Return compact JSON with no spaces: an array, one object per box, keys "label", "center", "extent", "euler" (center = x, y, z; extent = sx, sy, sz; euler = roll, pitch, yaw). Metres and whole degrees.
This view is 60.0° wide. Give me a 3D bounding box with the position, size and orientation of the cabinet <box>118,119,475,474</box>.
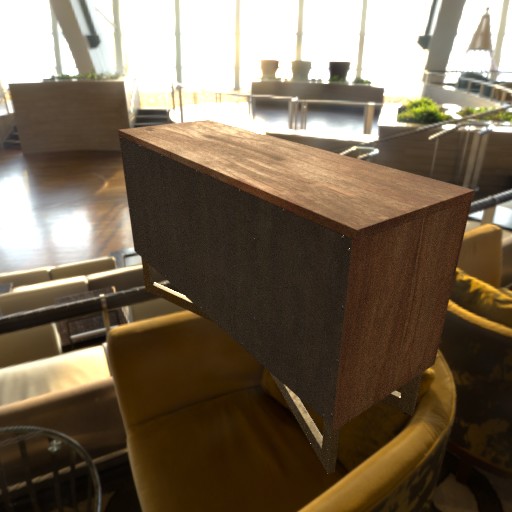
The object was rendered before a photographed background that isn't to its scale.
[{"label":"cabinet","center":[0.000,0.000,1.735],"extent":[0.480,0.812,1.373],"euler":[-18,32,-32]}]
